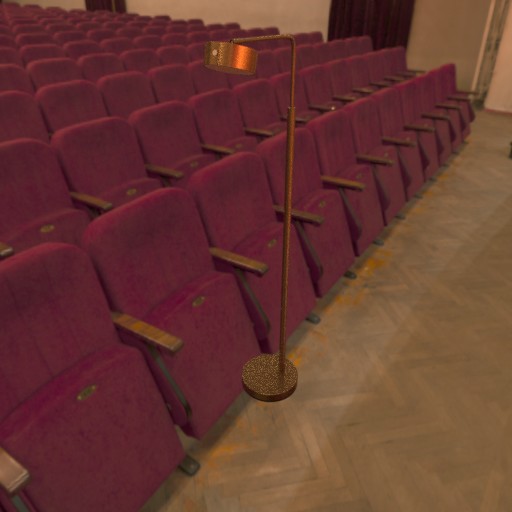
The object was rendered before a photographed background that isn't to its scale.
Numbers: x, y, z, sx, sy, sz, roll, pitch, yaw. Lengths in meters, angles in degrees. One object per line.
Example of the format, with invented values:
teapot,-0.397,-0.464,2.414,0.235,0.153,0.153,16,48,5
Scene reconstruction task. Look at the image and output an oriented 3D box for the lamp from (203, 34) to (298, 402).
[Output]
lamp,0.000,0.000,1.378,0.219,1.230,0.418,18,34,28
